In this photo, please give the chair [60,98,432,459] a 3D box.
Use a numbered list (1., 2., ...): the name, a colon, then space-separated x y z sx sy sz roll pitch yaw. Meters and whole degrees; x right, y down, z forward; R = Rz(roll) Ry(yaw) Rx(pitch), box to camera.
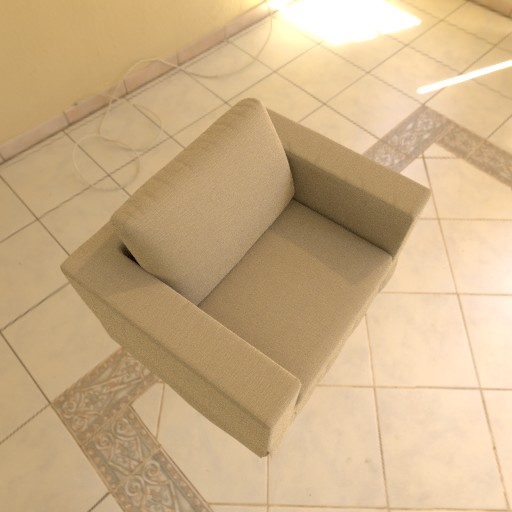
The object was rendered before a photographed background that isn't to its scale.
1. chair: 0.000 0.000 1.831 0.957 0.878 1.150 32 64 18
